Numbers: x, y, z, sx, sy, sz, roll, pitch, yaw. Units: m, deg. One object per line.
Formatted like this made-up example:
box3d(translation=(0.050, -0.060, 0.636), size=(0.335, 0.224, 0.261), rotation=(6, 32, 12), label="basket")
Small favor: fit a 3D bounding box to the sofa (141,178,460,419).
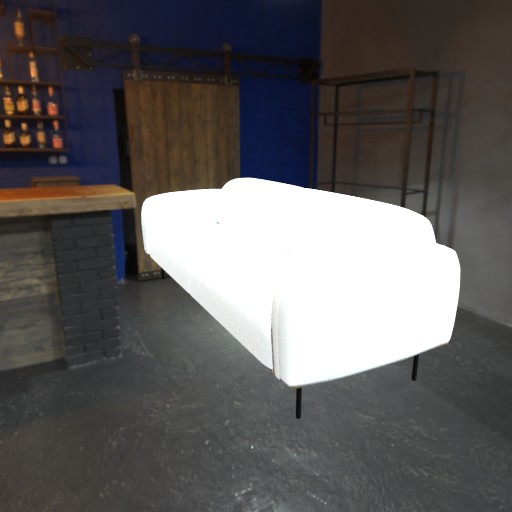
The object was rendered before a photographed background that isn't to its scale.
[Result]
box3d(translation=(0.000, 0.000, 2.648), size=(0.870, 0.780, 2.280), rotation=(-8, 17, -26), label="sofa")
